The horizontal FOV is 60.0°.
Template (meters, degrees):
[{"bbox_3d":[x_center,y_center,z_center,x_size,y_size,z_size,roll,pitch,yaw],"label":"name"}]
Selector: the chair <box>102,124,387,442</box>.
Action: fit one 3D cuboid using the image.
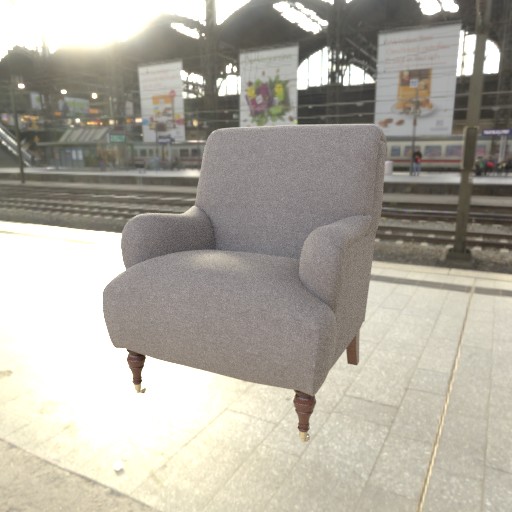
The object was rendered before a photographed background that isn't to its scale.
[{"bbox_3d":[0.000,0.000,1.591,0.766,0.942,0.843,6,14,26],"label":"chair"}]
